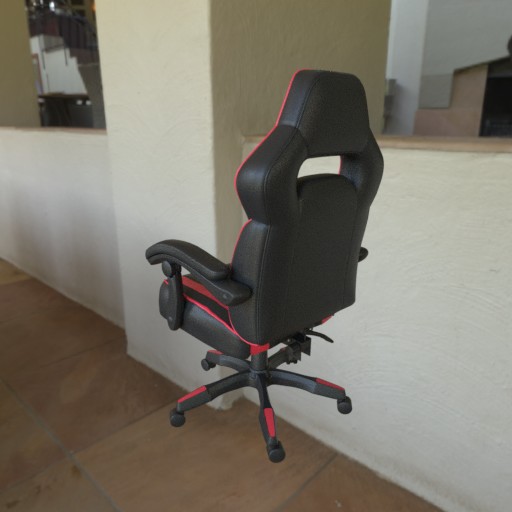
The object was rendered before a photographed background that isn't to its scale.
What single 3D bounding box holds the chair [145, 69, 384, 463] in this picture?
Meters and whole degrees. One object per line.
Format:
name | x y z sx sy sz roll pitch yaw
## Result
chair | 0.000 0.000 1.626 0.700 1.220 0.700 -15 22 -41
